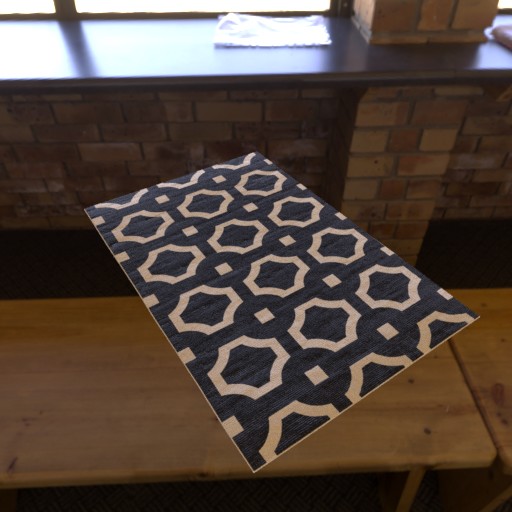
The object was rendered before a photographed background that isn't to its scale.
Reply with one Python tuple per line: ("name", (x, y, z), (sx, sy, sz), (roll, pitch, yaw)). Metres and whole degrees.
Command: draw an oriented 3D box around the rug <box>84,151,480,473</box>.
("rug", (0.000, 0.000, 2.913), (1.555, 0.016, 2.286), (-24, 47, -24))
